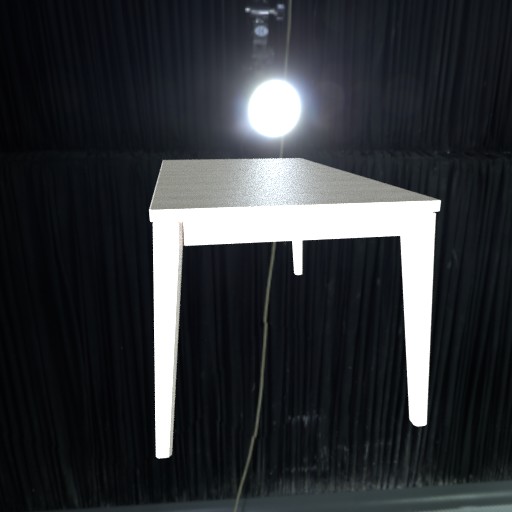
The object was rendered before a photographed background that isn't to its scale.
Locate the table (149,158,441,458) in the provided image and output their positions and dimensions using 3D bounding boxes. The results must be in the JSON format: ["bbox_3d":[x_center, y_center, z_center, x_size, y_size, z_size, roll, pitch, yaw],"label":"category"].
[{"bbox_3d":[0.000,0.000,2.065,0.900,0.760,1.600,-3,17,-10],"label":"table"}]
